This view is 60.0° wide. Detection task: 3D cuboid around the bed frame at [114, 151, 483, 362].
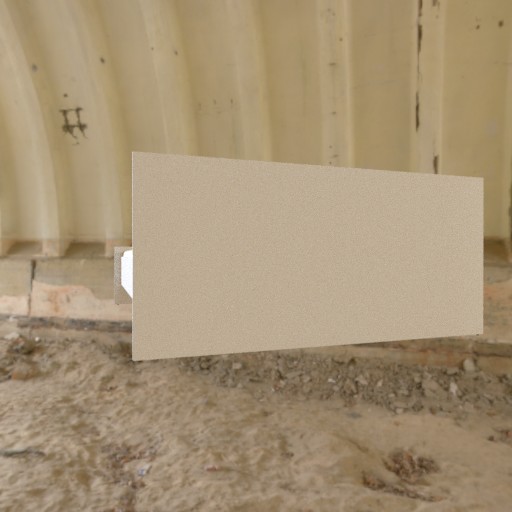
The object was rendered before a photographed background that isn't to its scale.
[{"bbox_3d":[0.000,0.000,2.934,1.720,0.800,2.060,0,0,-20],"label":"bed frame"}]
